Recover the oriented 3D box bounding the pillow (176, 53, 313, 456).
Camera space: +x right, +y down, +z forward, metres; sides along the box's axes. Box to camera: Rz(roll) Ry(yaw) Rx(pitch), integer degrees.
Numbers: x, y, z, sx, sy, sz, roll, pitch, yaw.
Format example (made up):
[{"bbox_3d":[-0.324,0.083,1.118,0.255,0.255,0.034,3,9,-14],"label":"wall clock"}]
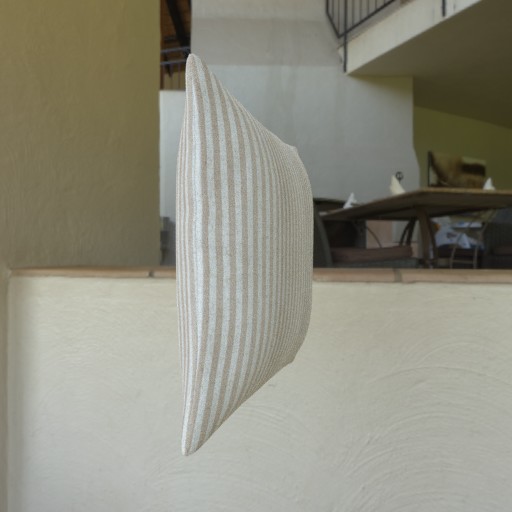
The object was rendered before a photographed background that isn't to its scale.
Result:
[{"bbox_3d":[0.000,0.000,0.803,0.166,0.510,0.523,0,0,19],"label":"pillow"}]
